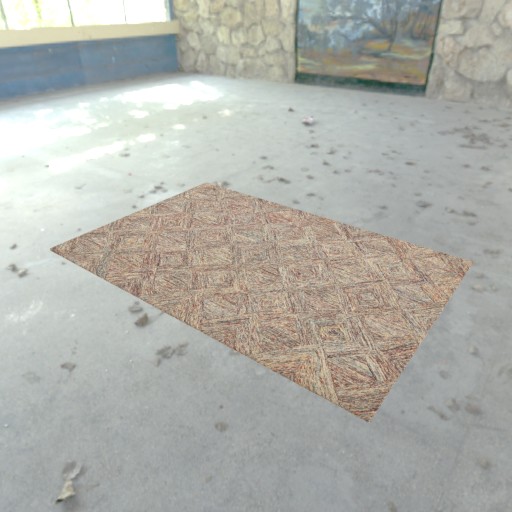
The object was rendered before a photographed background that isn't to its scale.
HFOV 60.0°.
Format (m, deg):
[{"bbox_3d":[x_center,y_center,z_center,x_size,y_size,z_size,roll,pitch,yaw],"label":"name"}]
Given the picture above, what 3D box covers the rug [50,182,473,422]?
[{"bbox_3d":[0.000,0.000,2.870,2.285,0.019,1.523,21,36,31],"label":"rug"}]
